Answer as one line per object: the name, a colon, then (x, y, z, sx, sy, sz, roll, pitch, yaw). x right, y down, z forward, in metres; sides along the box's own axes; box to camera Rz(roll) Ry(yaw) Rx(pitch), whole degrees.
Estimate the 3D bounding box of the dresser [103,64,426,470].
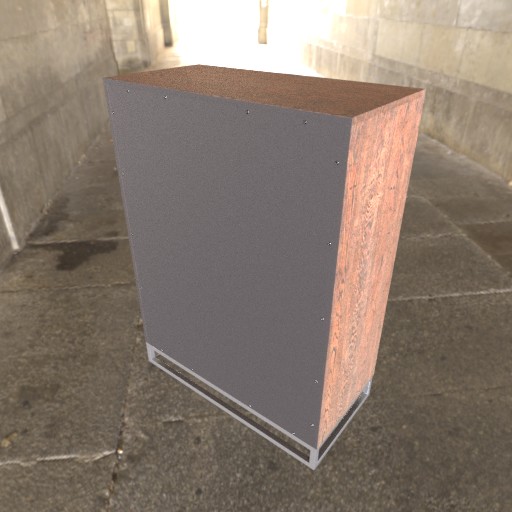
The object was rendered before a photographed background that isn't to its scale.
dresser: (0.000, 0.000, 1.790, 0.965, 1.321, 0.508, 22, 36, 32)
